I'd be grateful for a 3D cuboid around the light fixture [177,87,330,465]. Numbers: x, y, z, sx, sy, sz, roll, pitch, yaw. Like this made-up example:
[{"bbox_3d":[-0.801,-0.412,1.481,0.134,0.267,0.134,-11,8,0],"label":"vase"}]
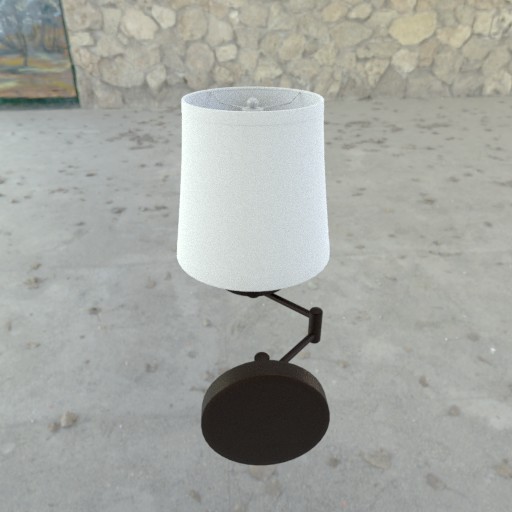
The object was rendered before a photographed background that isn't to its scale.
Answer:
[{"bbox_3d":[0.000,0.000,0.265,0.100,0.172,0.157,-2,29,-3],"label":"light fixture"}]
